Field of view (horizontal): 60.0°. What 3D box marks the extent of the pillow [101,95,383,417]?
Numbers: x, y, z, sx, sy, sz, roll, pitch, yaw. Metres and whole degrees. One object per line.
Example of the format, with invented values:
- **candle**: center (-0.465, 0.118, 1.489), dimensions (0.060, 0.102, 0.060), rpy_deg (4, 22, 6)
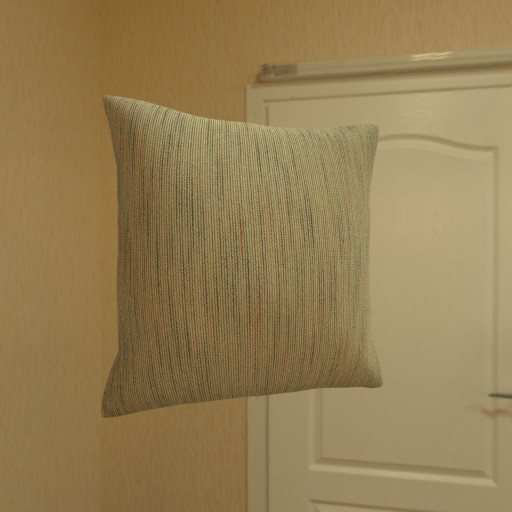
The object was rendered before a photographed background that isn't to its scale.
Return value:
- **pillow**: center (0.000, 0.000, 0.774), dimensions (0.512, 0.506, 0.178), rpy_deg (0, 0, -19)
